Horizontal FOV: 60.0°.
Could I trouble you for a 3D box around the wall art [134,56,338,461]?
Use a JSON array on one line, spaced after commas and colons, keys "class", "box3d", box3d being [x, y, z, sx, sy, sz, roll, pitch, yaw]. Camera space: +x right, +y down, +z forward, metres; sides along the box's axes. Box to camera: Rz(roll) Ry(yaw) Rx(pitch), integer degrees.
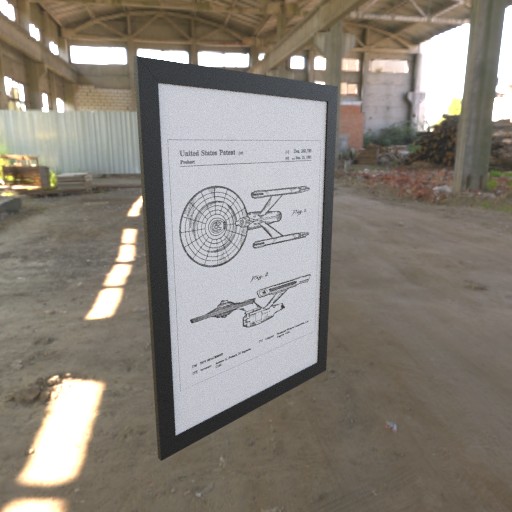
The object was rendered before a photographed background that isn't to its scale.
[{"class": "wall art", "box3d": [0.000, 0.000, 0.692, 0.379, 0.530, 0.008, -13, 19, -42]}]
